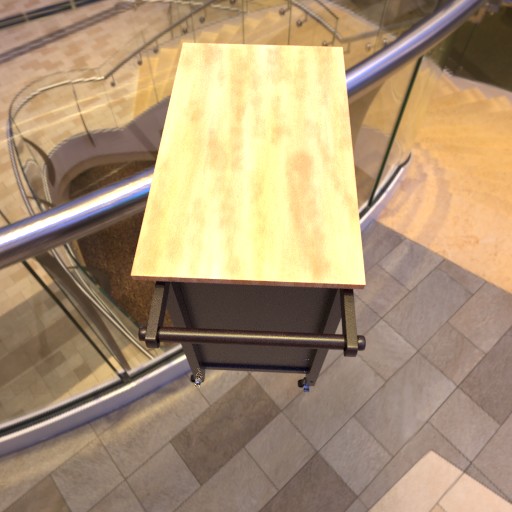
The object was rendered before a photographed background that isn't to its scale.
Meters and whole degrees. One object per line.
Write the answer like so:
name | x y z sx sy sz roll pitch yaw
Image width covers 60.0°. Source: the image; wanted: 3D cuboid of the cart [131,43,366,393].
cart | 0.000 0.000 1.430 0.472 0.878 0.914 2 58 1
